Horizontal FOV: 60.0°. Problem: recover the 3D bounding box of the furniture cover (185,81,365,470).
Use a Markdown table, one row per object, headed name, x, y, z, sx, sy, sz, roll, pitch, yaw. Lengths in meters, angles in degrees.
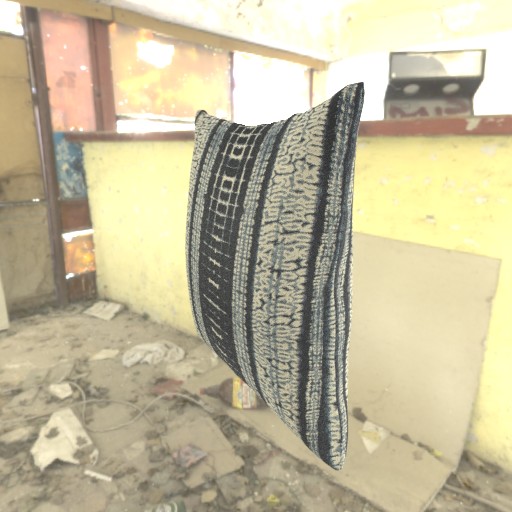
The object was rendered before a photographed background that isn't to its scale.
| name | x | y | z | sx | sy | sz | roll | pitch | yaw |
| --- | --- | --- | --- | --- | --- | --- | --- | --- | --- |
| furniture cover | 0.000 | 0.000 | 0.651 | 0.133 | 0.435 | 0.425 | -7 | 16 | -28 |
